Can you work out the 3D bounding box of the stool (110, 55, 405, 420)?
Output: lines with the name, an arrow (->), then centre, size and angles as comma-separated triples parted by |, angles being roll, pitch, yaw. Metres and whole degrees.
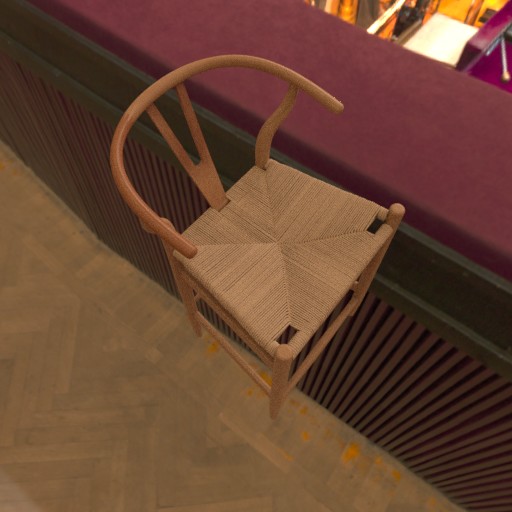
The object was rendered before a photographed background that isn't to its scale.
stool -> 0.000, 0.000, 1.285 | 0.575, 0.923, 0.536 | 35, 65, 19
